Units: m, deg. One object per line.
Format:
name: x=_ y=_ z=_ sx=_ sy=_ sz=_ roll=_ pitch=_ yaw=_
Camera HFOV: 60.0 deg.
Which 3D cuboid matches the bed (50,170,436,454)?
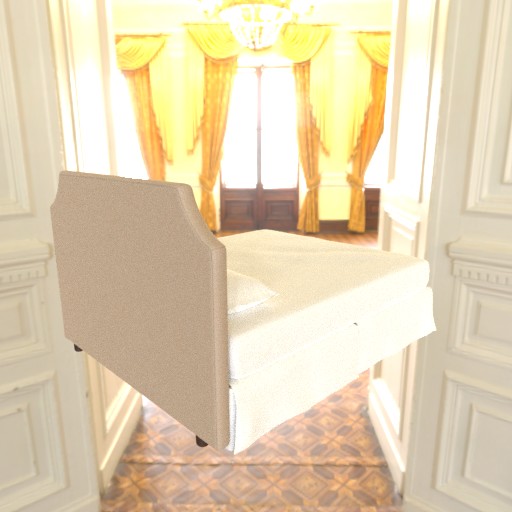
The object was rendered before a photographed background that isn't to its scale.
bed: x=0.000 y=0.000 z=4.064 sx=2.773 sy=1.590 sz=2.350 roll=-14 pitch=20 yaw=-43
